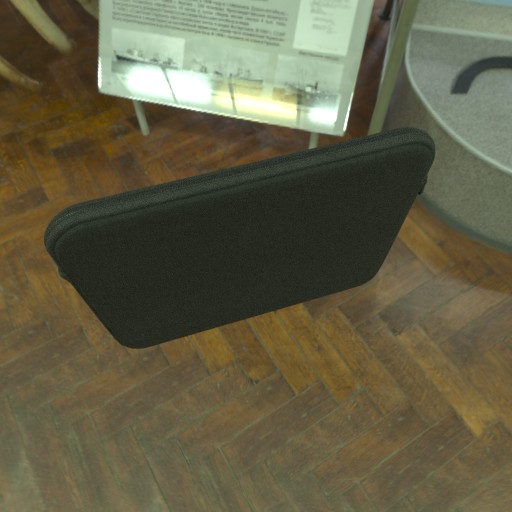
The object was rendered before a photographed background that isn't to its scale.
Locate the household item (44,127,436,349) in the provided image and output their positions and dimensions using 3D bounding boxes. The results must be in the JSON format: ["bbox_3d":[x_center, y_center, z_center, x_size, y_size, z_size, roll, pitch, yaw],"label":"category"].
[{"bbox_3d":[0.000,0.000,0.520,0.396,0.305,0.030,-15,60,-9],"label":"household item"}]
